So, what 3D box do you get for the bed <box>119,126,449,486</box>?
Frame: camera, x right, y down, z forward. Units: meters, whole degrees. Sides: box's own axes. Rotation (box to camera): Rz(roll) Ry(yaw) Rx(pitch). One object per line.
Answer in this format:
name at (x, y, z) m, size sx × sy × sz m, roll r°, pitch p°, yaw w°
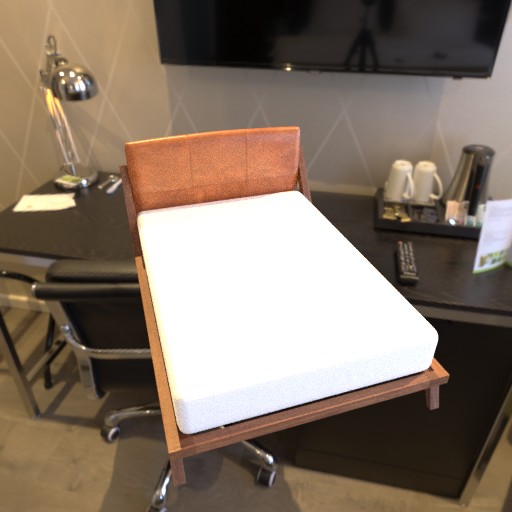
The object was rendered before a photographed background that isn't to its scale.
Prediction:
bed at (0.000, 0.000, 3.168) m, size 1.651 × 1.168 × 2.311 m, roll -10°, pitch 34°, yaw -15°
